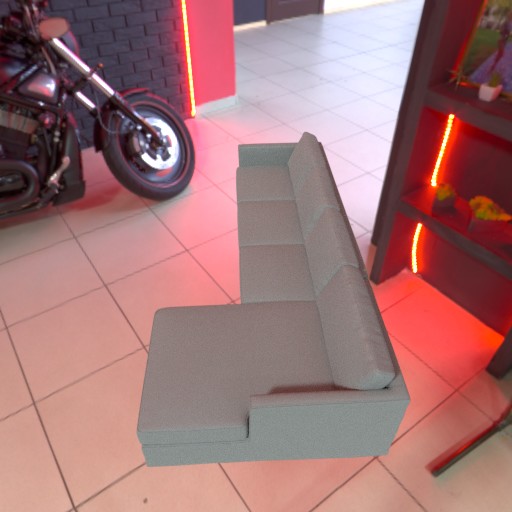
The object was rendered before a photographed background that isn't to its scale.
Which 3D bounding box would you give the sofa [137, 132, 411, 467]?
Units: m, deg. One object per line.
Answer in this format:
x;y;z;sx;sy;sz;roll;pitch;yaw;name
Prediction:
0.000;0.000;3.835;1.622;0.867;3.177;-2;41;-2;sofa
